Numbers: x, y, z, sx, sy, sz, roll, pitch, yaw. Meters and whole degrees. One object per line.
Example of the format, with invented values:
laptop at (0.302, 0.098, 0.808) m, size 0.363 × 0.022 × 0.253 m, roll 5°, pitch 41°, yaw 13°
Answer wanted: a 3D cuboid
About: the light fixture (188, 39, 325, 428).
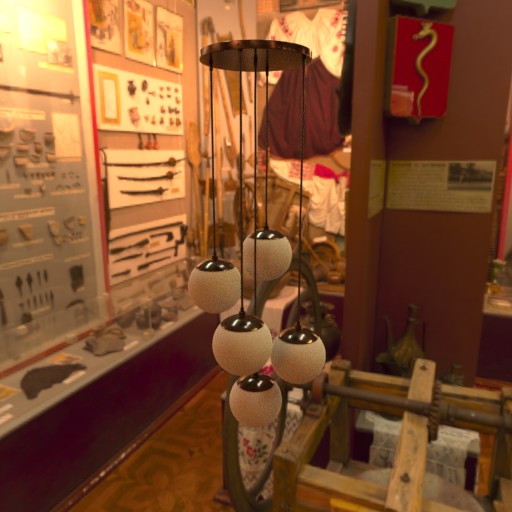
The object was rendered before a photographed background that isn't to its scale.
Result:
light fixture at (0.000, 0.000, 1.496) m, size 0.484 × 1.271 × 0.489 m, roll 6°, pitch 14°, yaw 24°
